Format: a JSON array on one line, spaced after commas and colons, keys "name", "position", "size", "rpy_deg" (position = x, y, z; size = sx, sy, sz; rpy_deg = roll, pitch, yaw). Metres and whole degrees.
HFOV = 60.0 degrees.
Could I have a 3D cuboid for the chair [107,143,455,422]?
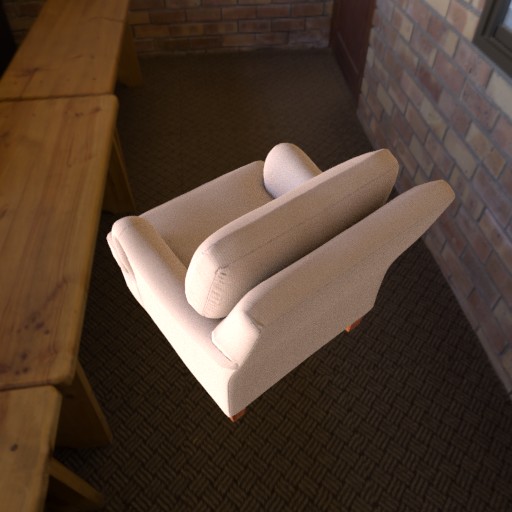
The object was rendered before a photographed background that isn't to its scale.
[{"name": "chair", "position": [0.000, 0.000, 1.899], "size": [0.955, 1.038, 1.070], "rpy_deg": [-31, 54, -25]}]
